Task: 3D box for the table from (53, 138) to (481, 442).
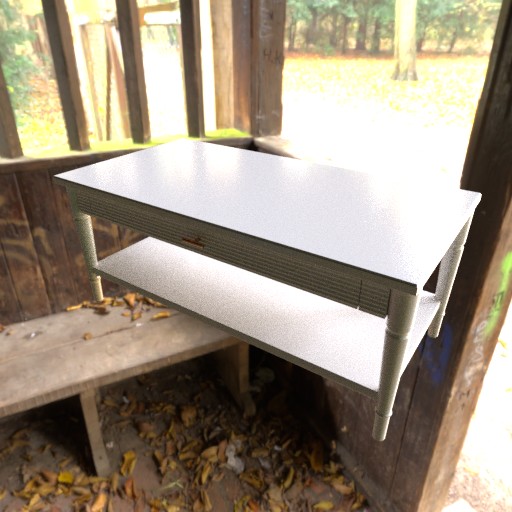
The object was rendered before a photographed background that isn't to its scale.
[{"bbox_3d":[0.000,0.000,1.345,1.067,0.457,0.559,18,33,30],"label":"table"}]
